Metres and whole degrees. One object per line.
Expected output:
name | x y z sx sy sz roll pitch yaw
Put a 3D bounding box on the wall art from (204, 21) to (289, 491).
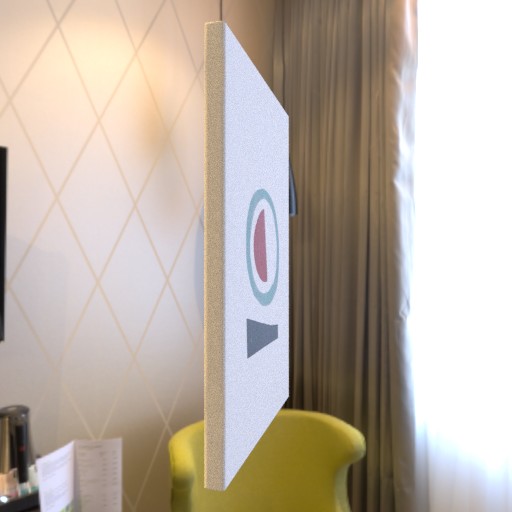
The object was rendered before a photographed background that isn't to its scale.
wall art | 0.000 0.000 1.140 0.048 0.902 0.602 0 0 16
